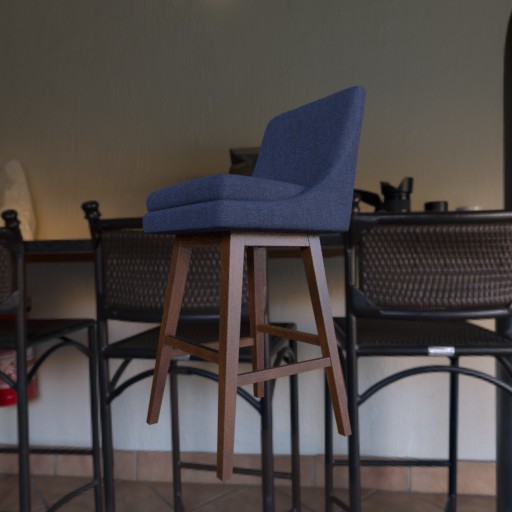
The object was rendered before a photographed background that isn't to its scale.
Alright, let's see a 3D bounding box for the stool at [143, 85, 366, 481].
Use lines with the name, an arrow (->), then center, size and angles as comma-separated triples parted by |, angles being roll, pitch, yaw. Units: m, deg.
stool -> 0.000, 0.000, 1.398 | 0.572, 1.068, 0.489 | 0, 1, -37
